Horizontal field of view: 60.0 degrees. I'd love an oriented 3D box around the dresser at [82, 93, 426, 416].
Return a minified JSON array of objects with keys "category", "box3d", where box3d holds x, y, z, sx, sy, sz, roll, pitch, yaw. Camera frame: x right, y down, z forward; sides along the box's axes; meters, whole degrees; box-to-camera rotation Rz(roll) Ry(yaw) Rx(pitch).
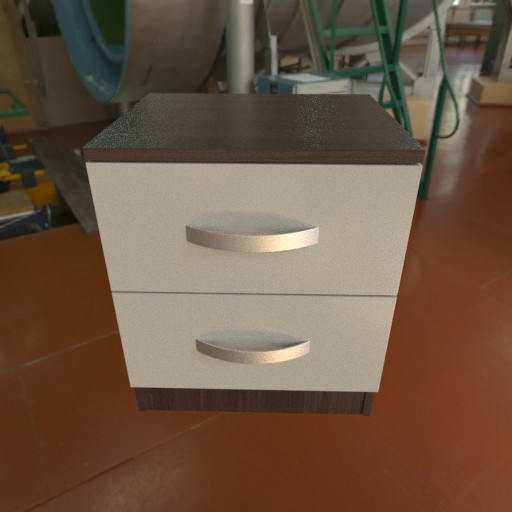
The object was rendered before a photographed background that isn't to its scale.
[{"category":"dresser","box3d":[0.000,0.000,0.767,0.400,0.470,0.360,1,30,1]}]
